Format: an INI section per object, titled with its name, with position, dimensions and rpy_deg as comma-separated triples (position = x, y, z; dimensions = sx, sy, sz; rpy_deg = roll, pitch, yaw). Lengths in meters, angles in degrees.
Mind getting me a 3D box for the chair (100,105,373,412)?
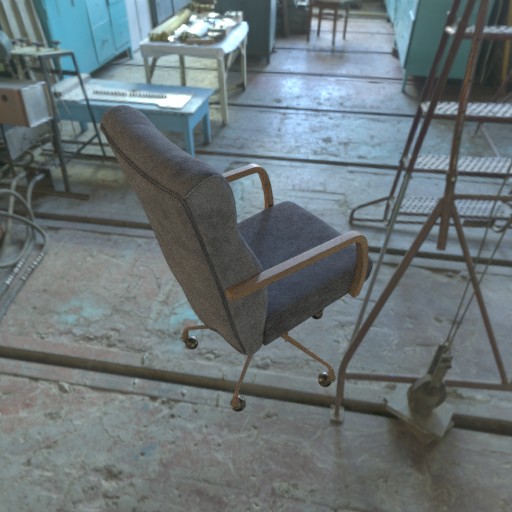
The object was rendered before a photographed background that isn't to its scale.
[chair]
position = 0.000, 0.000, 1.506
dimensions = 0.741, 1.029, 0.640
rpy_deg = -24, 45, -26
